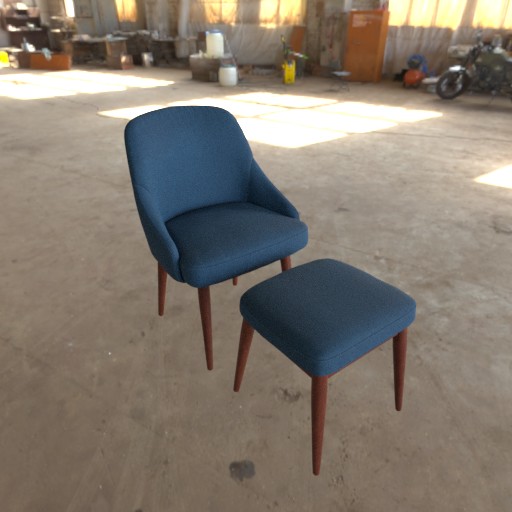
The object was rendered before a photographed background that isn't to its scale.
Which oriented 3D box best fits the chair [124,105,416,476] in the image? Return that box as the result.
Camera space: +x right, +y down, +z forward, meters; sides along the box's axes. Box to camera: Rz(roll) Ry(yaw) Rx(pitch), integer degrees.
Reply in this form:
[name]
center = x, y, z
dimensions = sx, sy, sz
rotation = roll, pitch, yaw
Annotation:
[chair]
center = 0.000, 0.000, 1.587
dimensions = 0.584, 0.866, 1.114
rotation = -21, 36, -32
